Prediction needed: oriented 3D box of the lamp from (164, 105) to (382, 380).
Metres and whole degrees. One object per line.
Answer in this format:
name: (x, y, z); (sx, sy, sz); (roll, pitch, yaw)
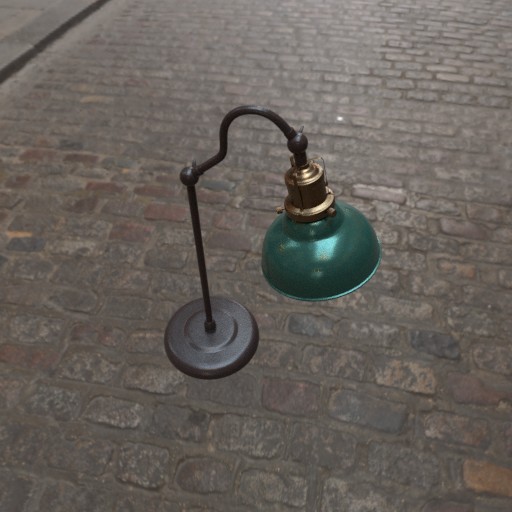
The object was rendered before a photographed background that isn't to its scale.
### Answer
lamp: (0.000, 0.000, 0.703); (0.374, 0.508, 0.192); (8, 47, 8)
